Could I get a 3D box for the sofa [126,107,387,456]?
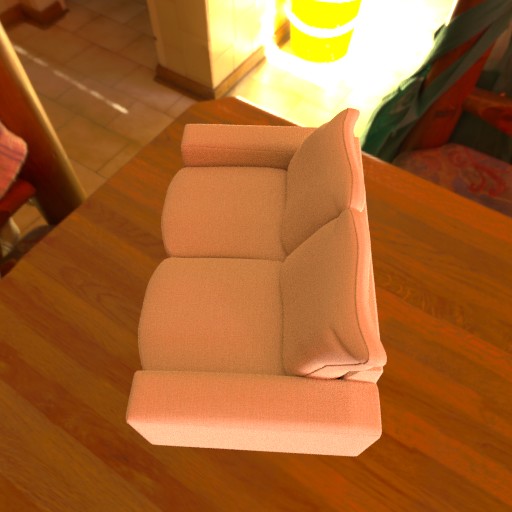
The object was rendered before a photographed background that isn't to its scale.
[{"bbox_3d":[0.000,0.000,2.308,1.091,0.875,1.754,3,58,2],"label":"sofa"}]
